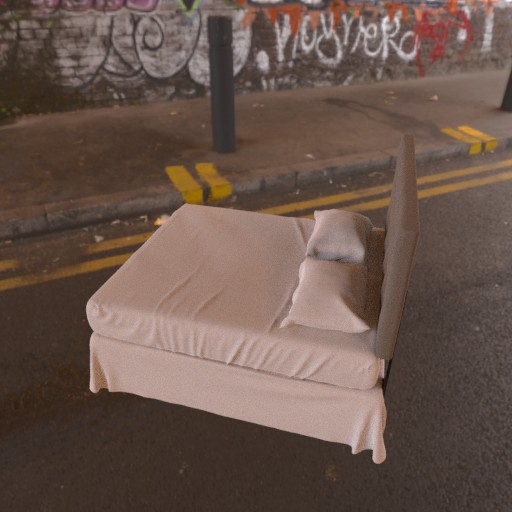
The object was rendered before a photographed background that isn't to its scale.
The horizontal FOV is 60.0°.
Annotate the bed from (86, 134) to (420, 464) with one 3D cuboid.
[{"bbox_3d":[0.000,0.000,3.369,2.222,1.577,1.936,9,33,14],"label":"bed"}]
